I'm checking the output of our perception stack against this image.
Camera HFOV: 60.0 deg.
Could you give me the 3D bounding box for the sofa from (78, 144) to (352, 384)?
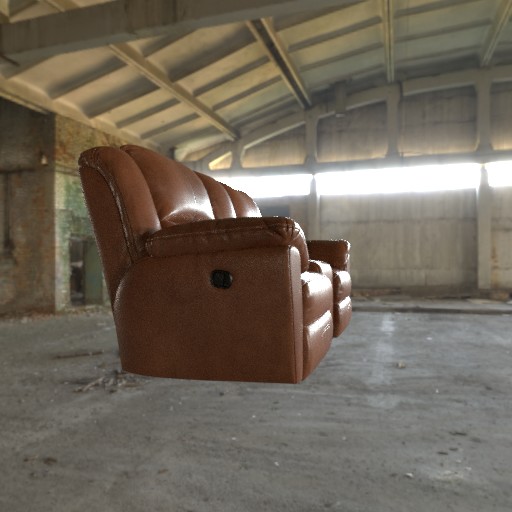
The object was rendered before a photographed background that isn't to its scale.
[{"bbox_3d":[0.000,0.000,2.624,0.991,1.043,2.058,0,-1,18],"label":"sofa"}]
